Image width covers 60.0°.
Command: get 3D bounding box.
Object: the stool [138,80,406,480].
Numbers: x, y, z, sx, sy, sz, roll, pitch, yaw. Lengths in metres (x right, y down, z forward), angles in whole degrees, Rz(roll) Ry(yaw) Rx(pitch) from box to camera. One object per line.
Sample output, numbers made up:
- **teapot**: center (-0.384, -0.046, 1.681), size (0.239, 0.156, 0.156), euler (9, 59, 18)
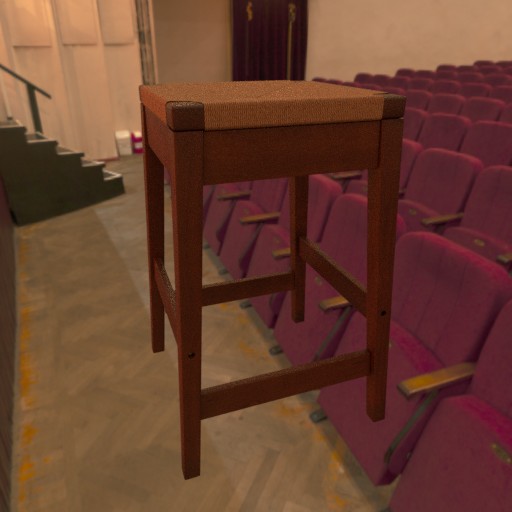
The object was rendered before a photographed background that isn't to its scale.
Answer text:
- **stool**: center (0.000, 0.000, 1.076), size (0.507, 0.762, 0.497), euler (-9, 27, -18)
